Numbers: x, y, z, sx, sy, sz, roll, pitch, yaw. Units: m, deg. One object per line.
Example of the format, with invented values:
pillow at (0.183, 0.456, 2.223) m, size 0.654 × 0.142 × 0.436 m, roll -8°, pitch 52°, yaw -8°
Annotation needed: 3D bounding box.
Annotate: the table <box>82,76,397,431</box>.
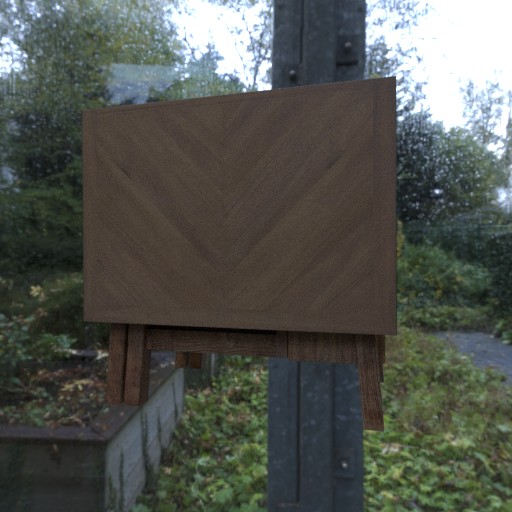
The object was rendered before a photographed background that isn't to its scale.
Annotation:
table at (0.000, 0.000, 1.629) m, size 0.967 × 0.981 × 0.701 m, roll 0°, pitch 0°, yaw 16°
